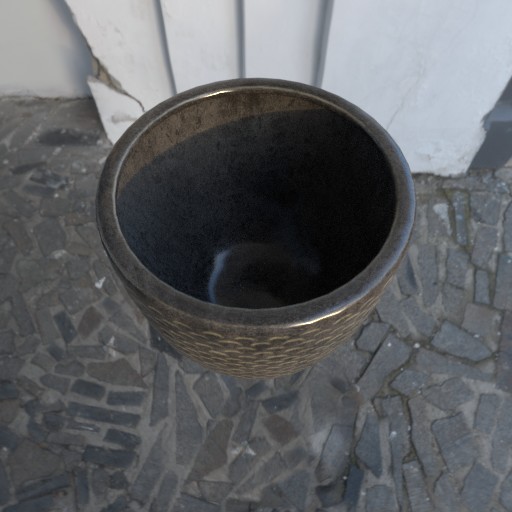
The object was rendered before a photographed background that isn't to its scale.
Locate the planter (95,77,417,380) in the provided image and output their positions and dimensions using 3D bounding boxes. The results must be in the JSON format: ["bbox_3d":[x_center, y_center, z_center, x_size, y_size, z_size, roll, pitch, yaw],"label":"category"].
[{"bbox_3d":[0.000,0.000,0.305,0.172,0.160,0.172,0,59,0],"label":"planter"}]
